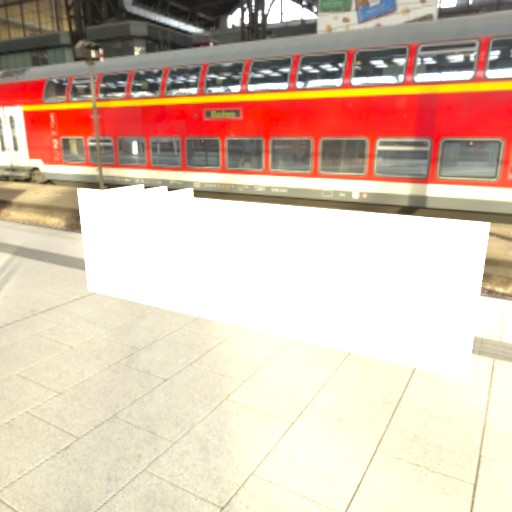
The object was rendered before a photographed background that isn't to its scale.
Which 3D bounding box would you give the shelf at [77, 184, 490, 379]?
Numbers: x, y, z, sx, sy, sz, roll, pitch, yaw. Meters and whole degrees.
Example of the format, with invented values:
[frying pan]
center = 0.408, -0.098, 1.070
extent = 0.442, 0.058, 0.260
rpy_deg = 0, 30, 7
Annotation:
[shelf]
center = 0.000, 0.000, 1.118
extent = 1.020, 0.300, 0.200
rpy_deg = 8, 18, 27
